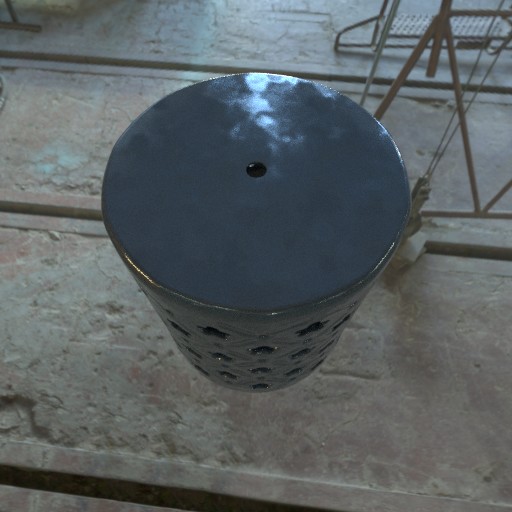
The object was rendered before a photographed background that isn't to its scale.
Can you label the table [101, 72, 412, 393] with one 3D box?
[{"bbox_3d":[0.000,0.000,0.664,0.352,0.387,0.352,0,60,0],"label":"table"}]
